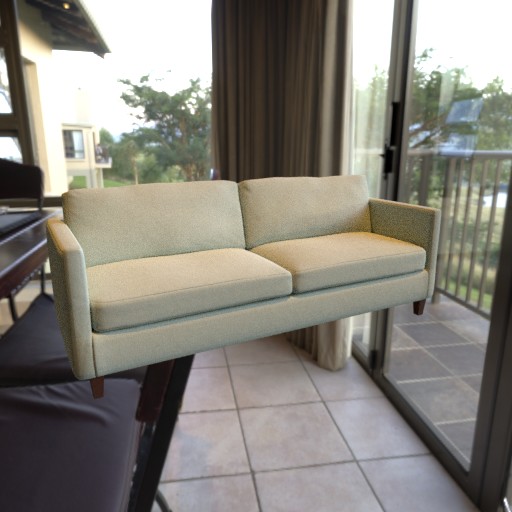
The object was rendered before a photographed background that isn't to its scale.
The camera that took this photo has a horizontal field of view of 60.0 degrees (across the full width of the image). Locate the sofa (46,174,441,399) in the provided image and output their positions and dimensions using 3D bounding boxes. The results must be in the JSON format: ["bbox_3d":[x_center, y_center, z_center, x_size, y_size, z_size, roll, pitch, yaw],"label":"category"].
[{"bbox_3d":[0.000,0.000,2.923,2.434,0.965,0.948,-8,17,-27],"label":"sofa"}]
